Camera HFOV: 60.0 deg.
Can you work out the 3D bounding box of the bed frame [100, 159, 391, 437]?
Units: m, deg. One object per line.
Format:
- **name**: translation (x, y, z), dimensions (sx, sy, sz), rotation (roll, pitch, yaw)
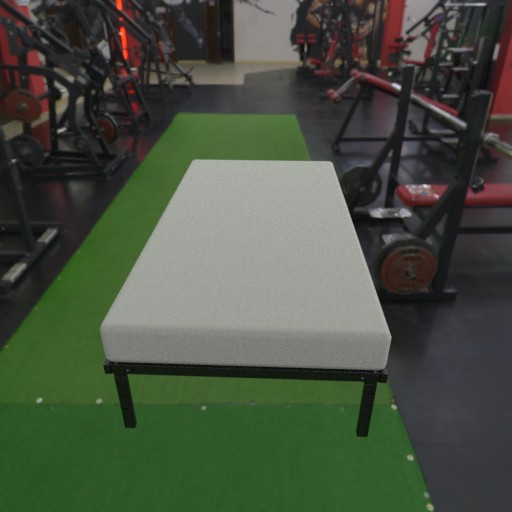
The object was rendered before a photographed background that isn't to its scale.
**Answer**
- **bed frame**: translation (0.000, 0.000, 3.331), dimensions (1.393, 0.680, 2.635), rotation (1, 29, 2)
